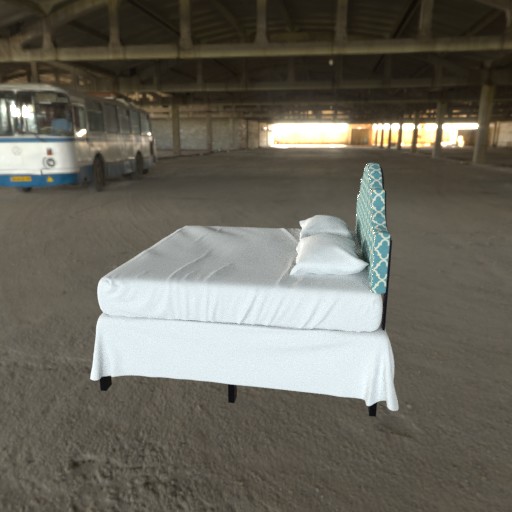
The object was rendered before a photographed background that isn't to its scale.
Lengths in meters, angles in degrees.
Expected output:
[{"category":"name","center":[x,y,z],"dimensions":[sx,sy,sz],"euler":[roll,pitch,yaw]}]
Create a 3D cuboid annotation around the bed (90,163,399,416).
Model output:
[{"category":"bed","center":[0.000,0.000,3.860],"dimensions":[2.222,1.601,2.314],"euler":[2,15,9]}]
